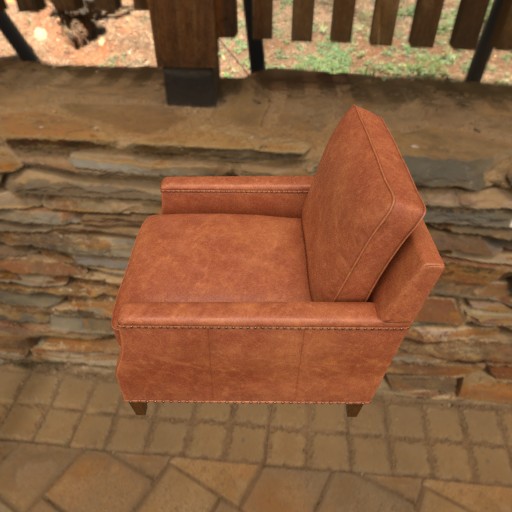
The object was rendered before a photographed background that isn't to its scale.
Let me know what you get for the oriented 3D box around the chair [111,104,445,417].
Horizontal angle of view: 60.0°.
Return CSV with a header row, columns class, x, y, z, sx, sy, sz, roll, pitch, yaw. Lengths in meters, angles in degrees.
class,x,y,z,sx,sy,sz,roll,pitch,yaw
chair,0.000,0.000,1.703,1.014,0.943,0.853,0,41,0
